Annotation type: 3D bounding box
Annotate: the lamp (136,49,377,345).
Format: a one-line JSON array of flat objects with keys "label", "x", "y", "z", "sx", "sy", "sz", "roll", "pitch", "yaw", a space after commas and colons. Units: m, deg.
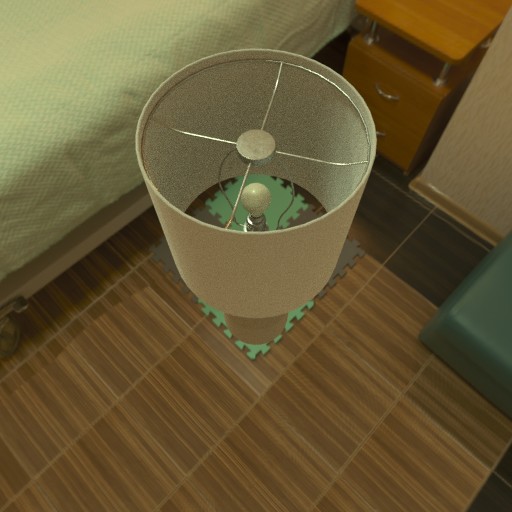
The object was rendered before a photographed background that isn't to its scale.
[{"label": "lamp", "x": 0.000, "y": 0.000, "z": 0.611, "sx": 0.212, "sy": 0.493, "sz": 0.212, "roll": 13, "pitch": 64, "yaw": 7}]
